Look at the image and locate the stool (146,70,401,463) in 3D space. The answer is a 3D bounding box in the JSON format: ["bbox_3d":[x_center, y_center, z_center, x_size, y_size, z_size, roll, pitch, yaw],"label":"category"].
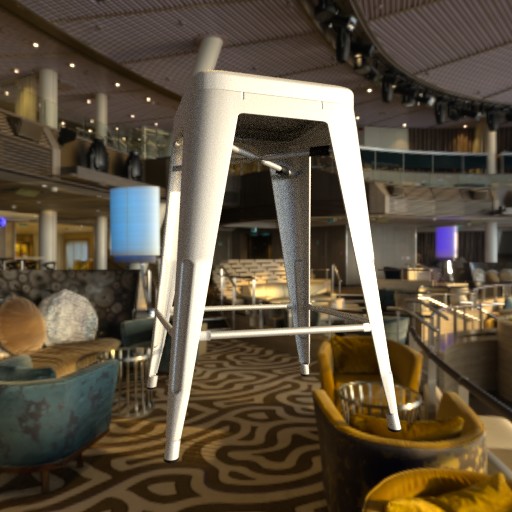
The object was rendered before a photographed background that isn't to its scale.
[{"bbox_3d":[0.000,0.000,0.897,0.406,0.610,0.406,0,0,-18],"label":"stool"}]
